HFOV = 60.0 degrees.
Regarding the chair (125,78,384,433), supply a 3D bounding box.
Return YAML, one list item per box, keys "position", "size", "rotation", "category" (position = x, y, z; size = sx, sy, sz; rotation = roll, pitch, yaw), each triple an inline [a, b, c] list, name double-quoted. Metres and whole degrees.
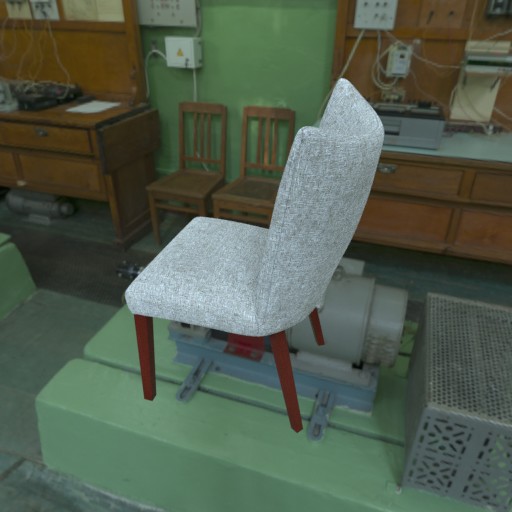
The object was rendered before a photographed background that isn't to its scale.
- position: [0.000, 0.000, 1.309]
  size: [0.623, 0.924, 0.535]
  rotation: [9, 33, 15]
  category: "chair"
